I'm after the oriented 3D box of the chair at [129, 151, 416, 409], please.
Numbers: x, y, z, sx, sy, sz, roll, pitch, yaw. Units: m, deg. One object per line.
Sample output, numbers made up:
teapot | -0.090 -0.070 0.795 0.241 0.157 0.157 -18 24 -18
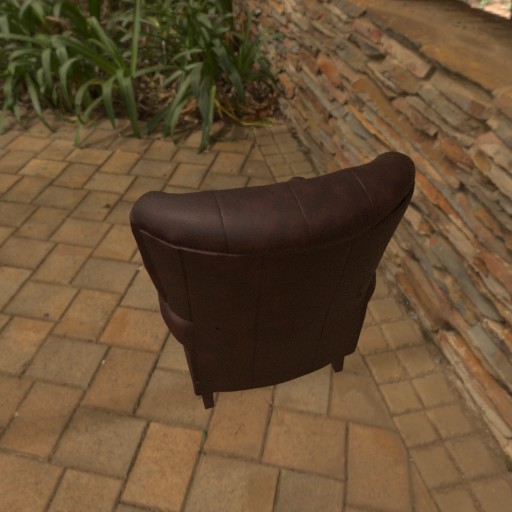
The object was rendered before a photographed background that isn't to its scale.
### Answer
chair | 0.000 0.000 1.914 0.948 1.158 1.058 -12 42 -13
